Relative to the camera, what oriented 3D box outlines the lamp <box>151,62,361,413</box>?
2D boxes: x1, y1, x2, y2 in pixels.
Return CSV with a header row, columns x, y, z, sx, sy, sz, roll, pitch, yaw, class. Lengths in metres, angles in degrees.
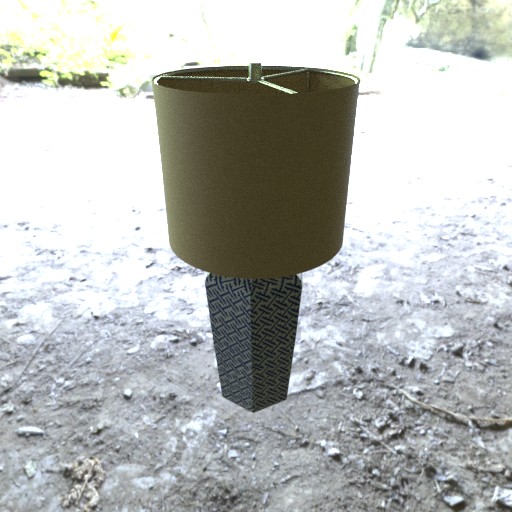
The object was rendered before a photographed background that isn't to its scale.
x,y,z,sx,sy,sz,roll,pitch,yaw,class
0.000,0.000,0.849,0.320,0.682,0.320,21,36,33,lamp
